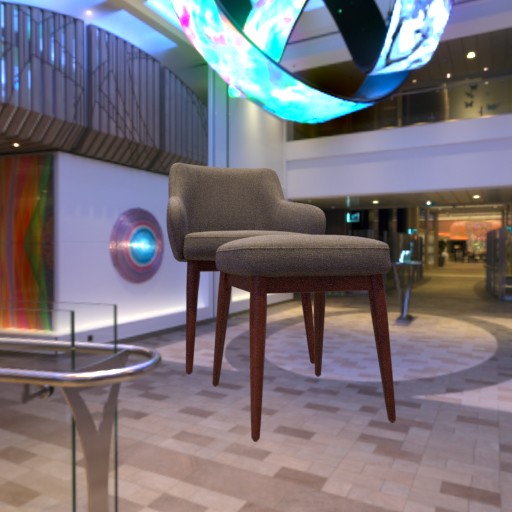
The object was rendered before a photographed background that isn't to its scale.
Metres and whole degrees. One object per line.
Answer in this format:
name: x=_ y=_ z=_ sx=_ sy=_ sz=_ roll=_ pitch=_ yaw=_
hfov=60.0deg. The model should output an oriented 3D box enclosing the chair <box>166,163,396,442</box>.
chair: x=0.000 y=0.000 z=1.539 sx=0.584 sy=0.799 sz=1.107 roll=0 pitch=1 yaw=-18
